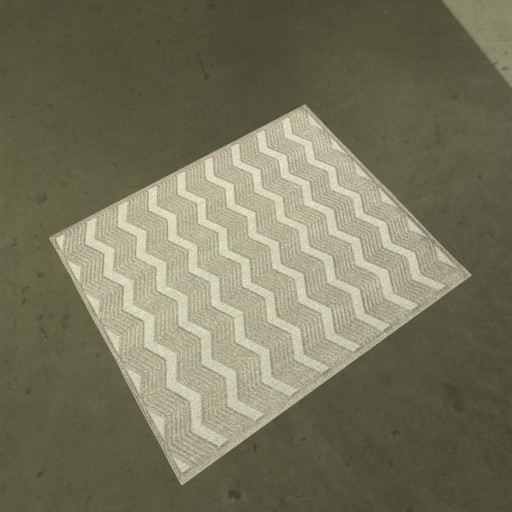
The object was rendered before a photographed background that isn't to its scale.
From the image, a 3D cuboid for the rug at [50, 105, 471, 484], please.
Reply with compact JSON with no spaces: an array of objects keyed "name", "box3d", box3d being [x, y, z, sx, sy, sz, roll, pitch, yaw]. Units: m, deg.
[{"name":"rug","box3d":[0.000,0.000,3.909,2.880,0.005,2.391,-31,68,-14]}]
